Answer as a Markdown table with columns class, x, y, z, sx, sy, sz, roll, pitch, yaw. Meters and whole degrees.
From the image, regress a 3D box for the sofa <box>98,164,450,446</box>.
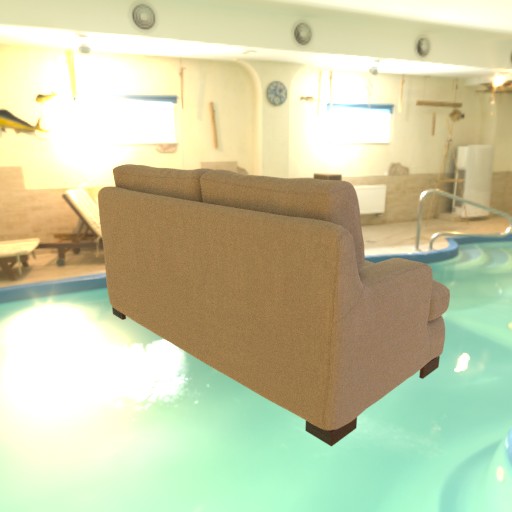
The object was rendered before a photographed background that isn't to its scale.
| class | x | y | z | sx | sy | sz | roll | pitch | yaw |
| --- | --- | --- | --- | --- | --- | --- | --- | --- | --- |
| sofa | 0.000 | 0.000 | 2.463 | 0.962 | 0.980 | 1.855 | -13 | 20 | -41 |
